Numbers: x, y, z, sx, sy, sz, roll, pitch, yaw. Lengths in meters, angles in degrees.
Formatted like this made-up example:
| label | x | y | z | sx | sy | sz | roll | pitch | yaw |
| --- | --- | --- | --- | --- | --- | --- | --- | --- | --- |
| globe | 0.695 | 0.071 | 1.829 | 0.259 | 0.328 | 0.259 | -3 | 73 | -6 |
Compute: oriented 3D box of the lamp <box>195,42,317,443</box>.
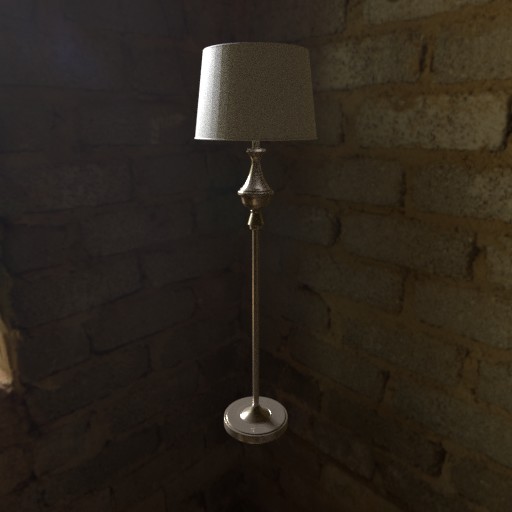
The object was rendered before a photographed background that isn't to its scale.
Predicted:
| label | x | y | z | sx | sy | sz | roll | pitch | yaw |
| --- | --- | --- | --- | --- | --- | --- | --- | --- | --- |
| lamp | 0.000 | 0.000 | 1.694 | 0.431 | 1.488 | 0.431 | 0 | 17 | 0 |
